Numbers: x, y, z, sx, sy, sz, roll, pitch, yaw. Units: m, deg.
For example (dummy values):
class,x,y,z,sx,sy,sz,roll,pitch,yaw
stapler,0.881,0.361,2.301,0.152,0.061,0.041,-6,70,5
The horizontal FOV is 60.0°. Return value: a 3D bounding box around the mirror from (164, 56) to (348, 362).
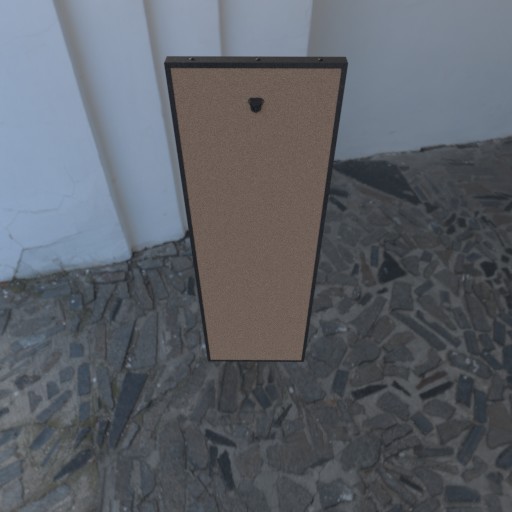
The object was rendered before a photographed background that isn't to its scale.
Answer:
class,x,y,z,sx,sy,sz,roll,pitch,yaw
mirror,0.000,0.000,1.233,0.354,1.080,0.042,0,46,0
